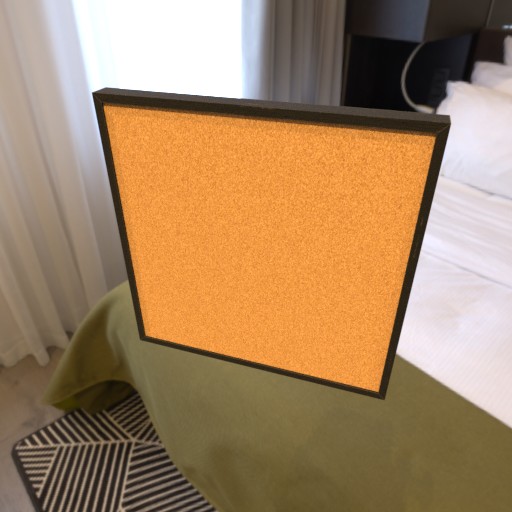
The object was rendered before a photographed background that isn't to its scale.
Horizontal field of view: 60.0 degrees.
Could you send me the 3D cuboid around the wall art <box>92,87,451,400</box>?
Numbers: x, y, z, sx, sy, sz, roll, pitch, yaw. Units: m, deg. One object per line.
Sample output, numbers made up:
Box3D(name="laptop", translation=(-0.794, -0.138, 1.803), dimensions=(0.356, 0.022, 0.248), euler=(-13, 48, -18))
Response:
Box3D(name="wall art", translation=(0.000, 0.000, 0.751), dimensions=(0.506, 0.506, 0.036), euler=(10, 34, 15))
